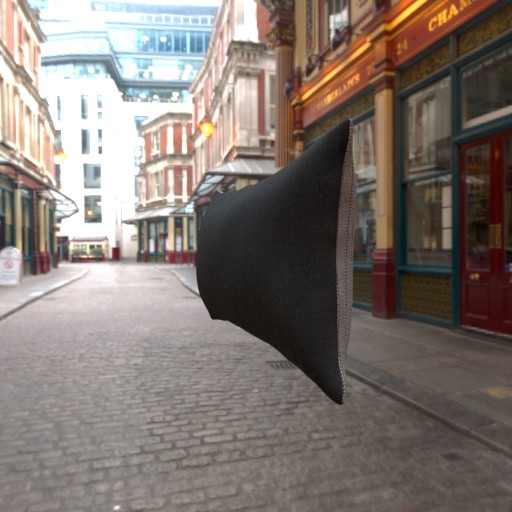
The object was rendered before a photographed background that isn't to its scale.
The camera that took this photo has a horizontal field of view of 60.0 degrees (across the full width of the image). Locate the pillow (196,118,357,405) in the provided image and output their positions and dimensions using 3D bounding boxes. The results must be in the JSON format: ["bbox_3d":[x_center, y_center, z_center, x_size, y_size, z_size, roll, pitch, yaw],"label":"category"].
[{"bbox_3d":[0.000,0.000,0.740,0.151,0.305,0.609,0,0,-18],"label":"pillow"}]
